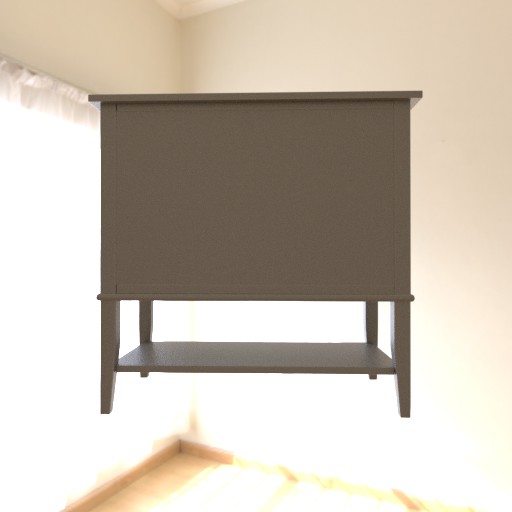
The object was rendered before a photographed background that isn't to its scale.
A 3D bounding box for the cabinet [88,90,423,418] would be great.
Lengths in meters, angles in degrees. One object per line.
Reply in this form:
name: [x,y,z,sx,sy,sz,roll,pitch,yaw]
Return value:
cabinet: [0.000,0.000,1.255,0.801,0.780,0.396,0,0,2]
